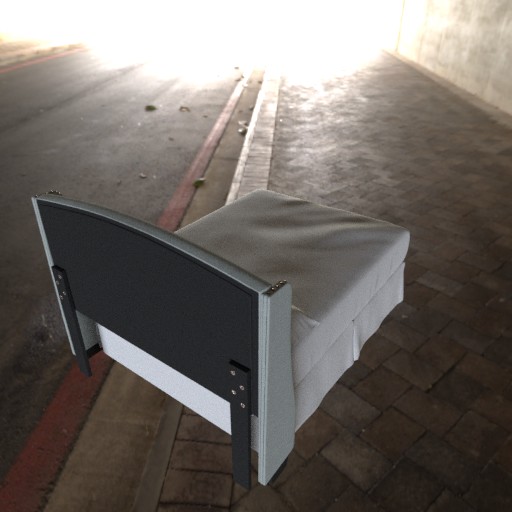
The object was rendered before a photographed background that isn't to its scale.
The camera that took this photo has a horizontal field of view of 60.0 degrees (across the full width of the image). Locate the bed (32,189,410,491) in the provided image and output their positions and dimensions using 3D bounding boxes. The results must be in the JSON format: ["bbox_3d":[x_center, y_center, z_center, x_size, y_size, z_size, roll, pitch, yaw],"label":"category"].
[{"bbox_3d":[0.000,0.000,3.246,1.710,1.407,2.237,20,36,30],"label":"bed"}]
